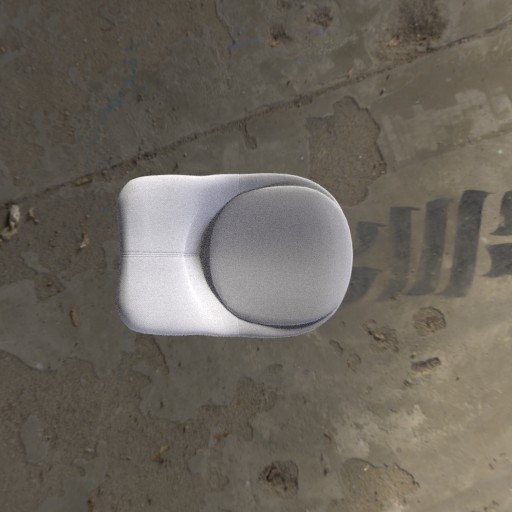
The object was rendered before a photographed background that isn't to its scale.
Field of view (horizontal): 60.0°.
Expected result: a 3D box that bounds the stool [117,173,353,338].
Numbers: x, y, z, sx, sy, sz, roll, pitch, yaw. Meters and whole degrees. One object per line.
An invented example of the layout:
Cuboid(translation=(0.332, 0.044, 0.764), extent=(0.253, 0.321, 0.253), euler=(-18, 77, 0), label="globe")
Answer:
Cuboid(translation=(0.000, 0.000, 1.415), extent=(0.550, 1.115, 0.484), euler=(0, 90, 0), label="stool")
